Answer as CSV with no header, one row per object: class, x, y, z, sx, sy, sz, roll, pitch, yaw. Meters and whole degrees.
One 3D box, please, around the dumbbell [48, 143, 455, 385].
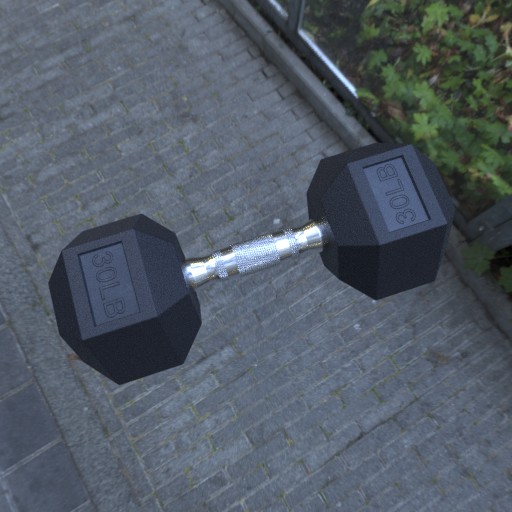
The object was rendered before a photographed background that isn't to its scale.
dumbbell,0.000,0.000,0.399,0.337,0.123,0.142,-17,77,-4
